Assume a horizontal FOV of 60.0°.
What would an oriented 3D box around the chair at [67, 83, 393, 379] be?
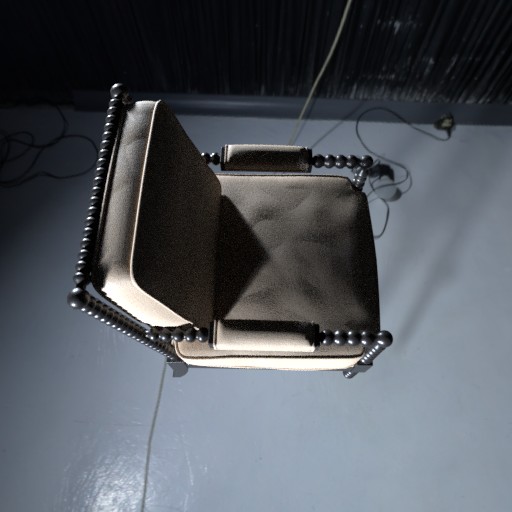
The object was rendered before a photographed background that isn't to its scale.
[{"bbox_3d":[0.000,0.000,1.182,0.657,0.703,0.555,1,65,0],"label":"chair"}]
